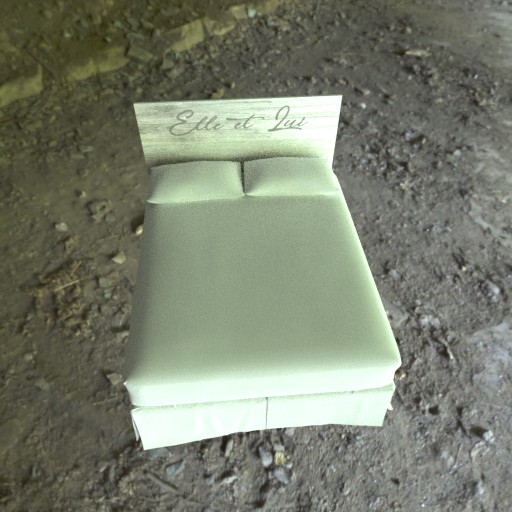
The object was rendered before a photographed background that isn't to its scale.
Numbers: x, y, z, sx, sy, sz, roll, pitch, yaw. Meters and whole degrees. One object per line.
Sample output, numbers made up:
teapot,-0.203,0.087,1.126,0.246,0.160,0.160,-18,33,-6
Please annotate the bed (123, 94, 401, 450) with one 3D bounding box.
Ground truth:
bed,0.000,0.000,3.170,1.745,1.335,2.094,-4,46,-3
